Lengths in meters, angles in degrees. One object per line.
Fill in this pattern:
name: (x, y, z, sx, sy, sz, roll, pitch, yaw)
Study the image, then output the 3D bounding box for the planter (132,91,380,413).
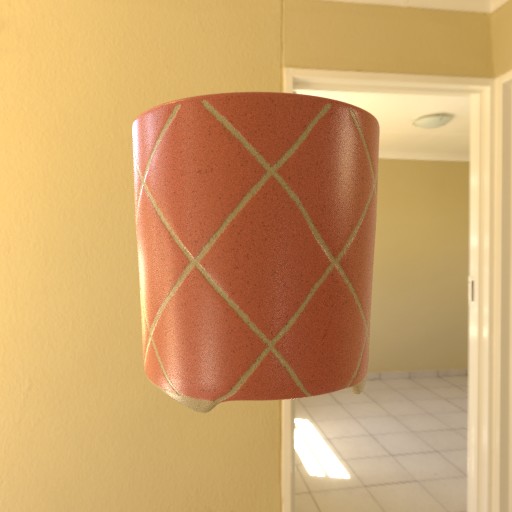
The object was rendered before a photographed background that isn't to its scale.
planter: (0.000, 0.000, 0.425, 0.227, 0.235, 0.227, 0, 1, 0)
